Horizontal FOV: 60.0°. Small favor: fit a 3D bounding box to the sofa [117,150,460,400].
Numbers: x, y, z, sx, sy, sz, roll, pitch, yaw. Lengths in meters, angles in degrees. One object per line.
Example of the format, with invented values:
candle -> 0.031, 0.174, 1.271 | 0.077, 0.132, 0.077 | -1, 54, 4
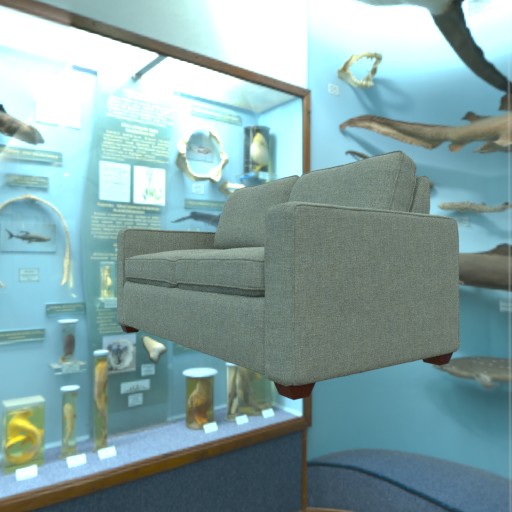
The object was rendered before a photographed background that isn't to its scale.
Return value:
sofa -> 0.000, 0.000, 2.287 | 0.945, 0.915, 1.706 | 0, 0, -35
